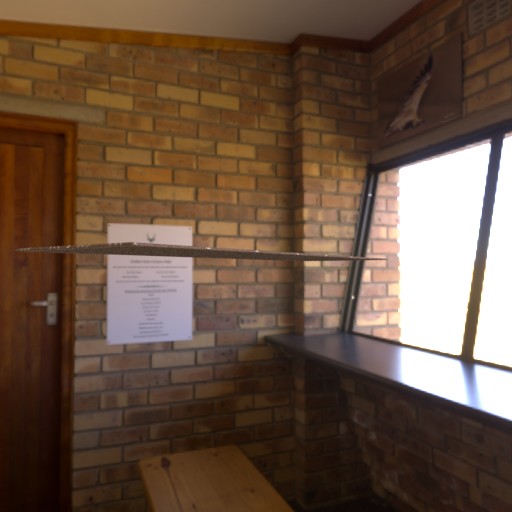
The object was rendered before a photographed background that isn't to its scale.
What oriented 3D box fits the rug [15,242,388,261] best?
[{"bbox_3d":[0.000,0.000,2.669,0.773,0.012,2.464,-1,-2,35],"label":"rug"}]
